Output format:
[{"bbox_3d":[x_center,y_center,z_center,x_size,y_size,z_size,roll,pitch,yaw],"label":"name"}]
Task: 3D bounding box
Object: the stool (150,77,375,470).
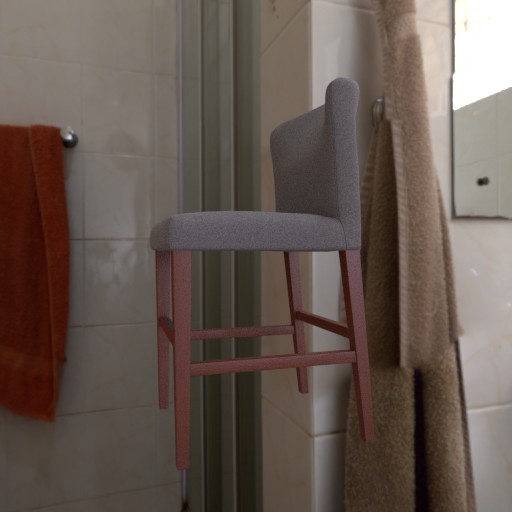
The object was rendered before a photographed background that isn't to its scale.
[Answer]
[{"bbox_3d":[0.000,0.000,1.284,0.568,0.968,0.481,0,1,-18],"label":"stool"}]
